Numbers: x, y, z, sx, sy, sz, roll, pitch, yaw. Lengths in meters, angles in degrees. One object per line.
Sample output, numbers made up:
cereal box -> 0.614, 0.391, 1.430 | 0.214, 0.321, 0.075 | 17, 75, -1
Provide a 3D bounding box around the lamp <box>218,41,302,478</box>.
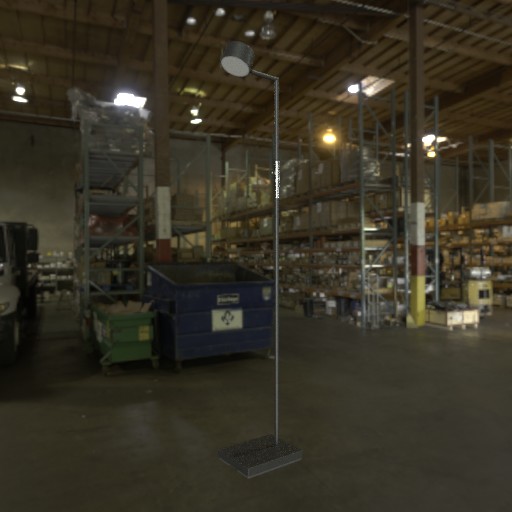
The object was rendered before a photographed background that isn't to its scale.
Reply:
lamp -> 0.000, 0.000, 1.735 | 0.304, 1.600, 0.203 | 0, -1, -36
